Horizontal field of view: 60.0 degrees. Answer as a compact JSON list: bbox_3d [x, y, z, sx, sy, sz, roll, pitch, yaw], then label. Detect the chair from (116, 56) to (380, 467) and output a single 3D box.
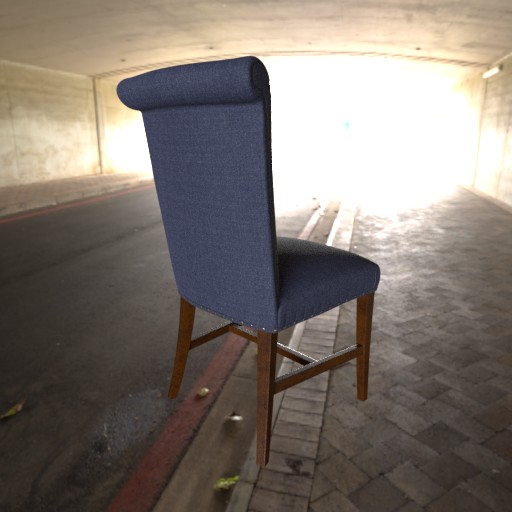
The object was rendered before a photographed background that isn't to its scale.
[{"bbox_3d":[0.000,0.000,1.313,0.608,0.988,0.513,-14,21,-42],"label":"chair"}]
